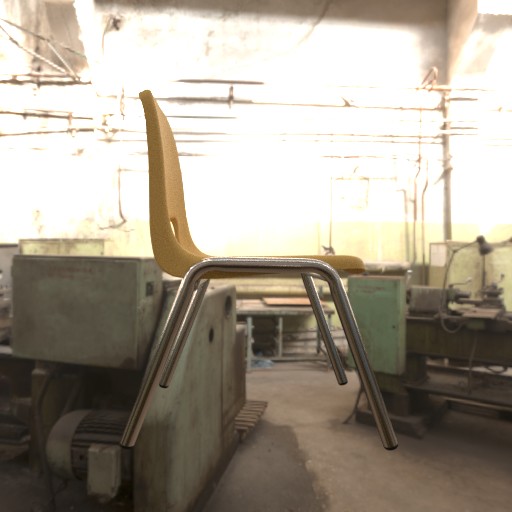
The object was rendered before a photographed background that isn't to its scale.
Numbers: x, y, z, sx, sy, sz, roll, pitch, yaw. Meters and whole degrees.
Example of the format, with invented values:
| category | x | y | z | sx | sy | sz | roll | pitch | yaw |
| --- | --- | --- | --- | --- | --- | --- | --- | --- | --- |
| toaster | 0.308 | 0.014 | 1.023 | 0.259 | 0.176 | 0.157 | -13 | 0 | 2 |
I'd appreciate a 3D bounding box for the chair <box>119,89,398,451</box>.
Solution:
| category | x | y | z | sx | sy | sz | roll | pitch | yaw |
| --- | --- | --- | --- | --- | --- | --- | --- | --- | --- |
| chair | 0.000 | 0.000 | 0.833 | 0.423 | 0.586 | 0.354 | 0 | 0 | -1 |
